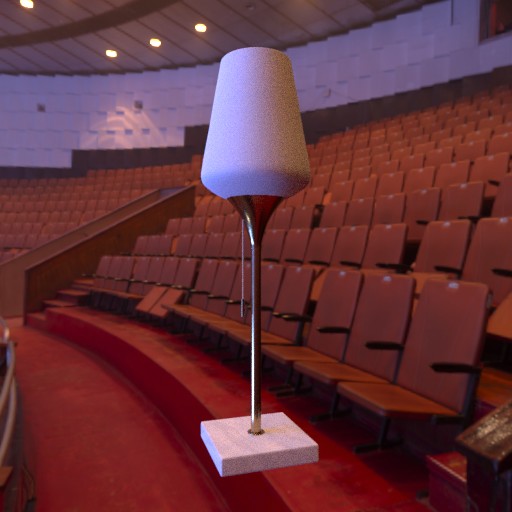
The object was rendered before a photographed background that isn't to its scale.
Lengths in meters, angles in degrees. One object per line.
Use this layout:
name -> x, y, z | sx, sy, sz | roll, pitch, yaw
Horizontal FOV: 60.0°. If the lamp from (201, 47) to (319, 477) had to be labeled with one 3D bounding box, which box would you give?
lamp -> 0.000, 0.000, 0.735 | 0.181, 0.639, 0.181 | 0, 0, -18
